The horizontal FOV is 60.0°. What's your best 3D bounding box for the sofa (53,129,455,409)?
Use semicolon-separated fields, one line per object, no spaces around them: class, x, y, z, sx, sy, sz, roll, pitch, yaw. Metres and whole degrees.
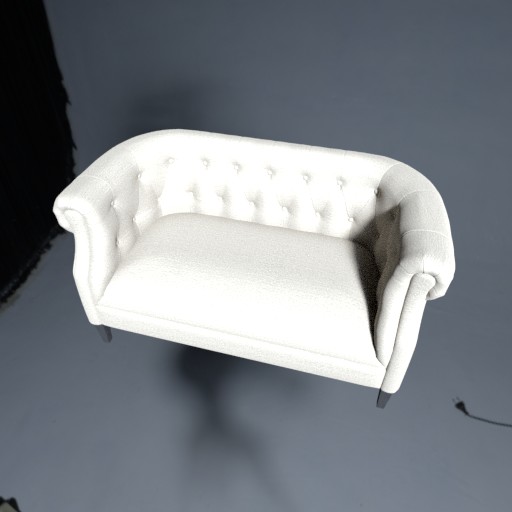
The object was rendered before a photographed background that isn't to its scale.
sofa;0.000;0.000;2.073;1.558;0.827;0.835;10;44;11
